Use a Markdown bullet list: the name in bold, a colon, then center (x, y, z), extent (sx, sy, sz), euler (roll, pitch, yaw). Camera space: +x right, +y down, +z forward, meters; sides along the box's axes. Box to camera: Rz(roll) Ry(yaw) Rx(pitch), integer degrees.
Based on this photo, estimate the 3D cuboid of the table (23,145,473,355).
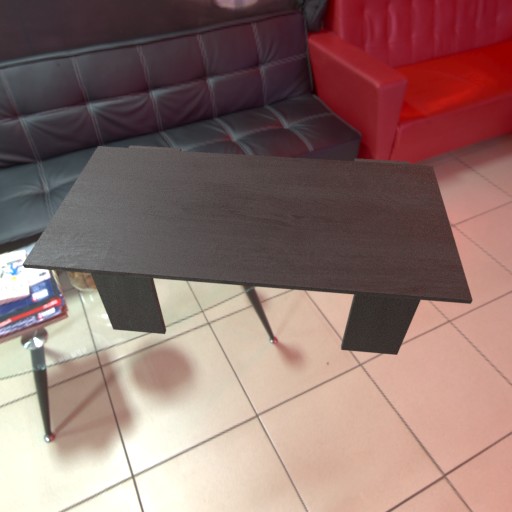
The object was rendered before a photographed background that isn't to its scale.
- **table**: center (0.000, 0.000, 1.426), extent (1.000, 0.570, 0.711), euler (4, 46, 4)
